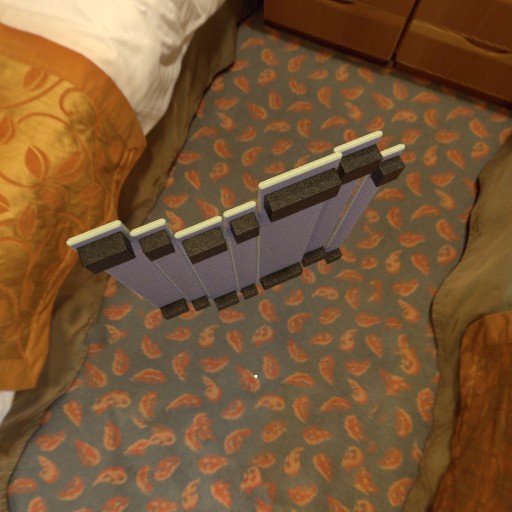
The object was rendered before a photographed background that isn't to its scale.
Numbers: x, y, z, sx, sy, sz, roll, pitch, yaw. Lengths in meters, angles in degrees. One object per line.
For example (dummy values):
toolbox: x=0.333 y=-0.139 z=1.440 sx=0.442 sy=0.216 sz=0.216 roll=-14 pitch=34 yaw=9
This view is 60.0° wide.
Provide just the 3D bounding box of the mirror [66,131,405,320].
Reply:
mirror: x=0.000 y=0.000 z=0.804 sx=0.445 sy=0.611 sz=0.058 roll=-23 pitch=76 yaw=-6
